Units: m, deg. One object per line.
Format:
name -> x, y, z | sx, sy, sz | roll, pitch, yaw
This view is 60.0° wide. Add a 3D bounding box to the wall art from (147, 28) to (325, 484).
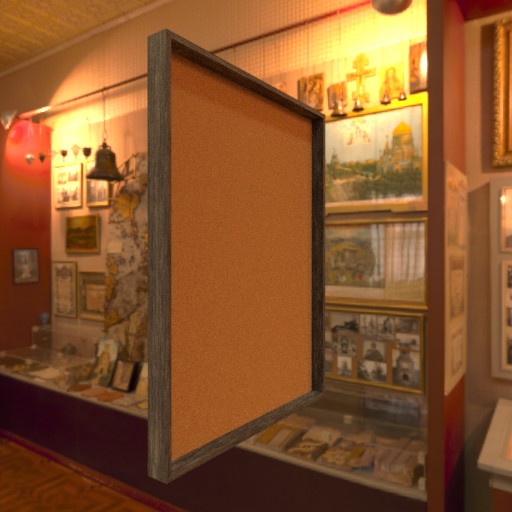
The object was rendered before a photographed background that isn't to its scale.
wall art -> 0.000, 0.000, 1.314 | 0.063, 1.016, 0.762 | 0, 0, 36
